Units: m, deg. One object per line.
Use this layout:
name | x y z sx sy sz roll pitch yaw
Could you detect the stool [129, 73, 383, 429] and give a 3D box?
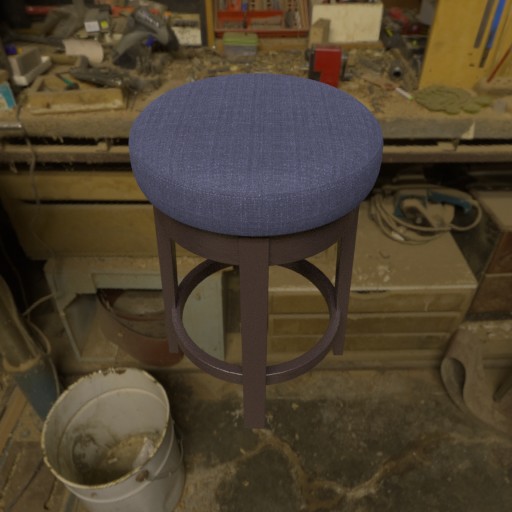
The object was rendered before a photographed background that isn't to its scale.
stool | 0.000 0.000 0.949 0.449 0.655 0.449 0 42 0
